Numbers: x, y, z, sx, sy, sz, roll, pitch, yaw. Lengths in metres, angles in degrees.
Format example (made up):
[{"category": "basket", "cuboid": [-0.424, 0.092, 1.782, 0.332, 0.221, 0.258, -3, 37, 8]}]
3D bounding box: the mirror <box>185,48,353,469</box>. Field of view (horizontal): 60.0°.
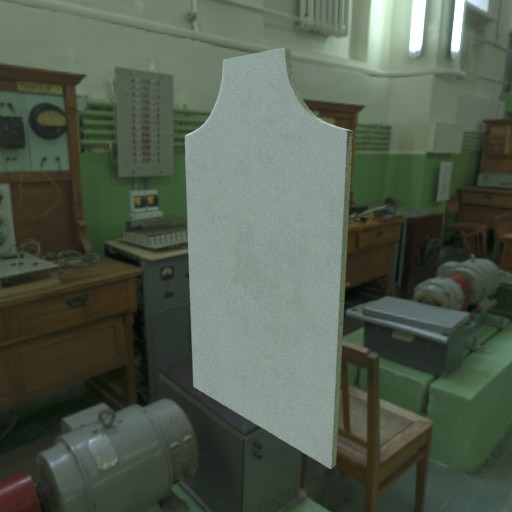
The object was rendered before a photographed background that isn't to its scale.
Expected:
[{"category": "mirror", "cuboid": [0.000, 0.000, 0.854, 0.403, 0.717, 0.022, 13, 19, 43]}]
